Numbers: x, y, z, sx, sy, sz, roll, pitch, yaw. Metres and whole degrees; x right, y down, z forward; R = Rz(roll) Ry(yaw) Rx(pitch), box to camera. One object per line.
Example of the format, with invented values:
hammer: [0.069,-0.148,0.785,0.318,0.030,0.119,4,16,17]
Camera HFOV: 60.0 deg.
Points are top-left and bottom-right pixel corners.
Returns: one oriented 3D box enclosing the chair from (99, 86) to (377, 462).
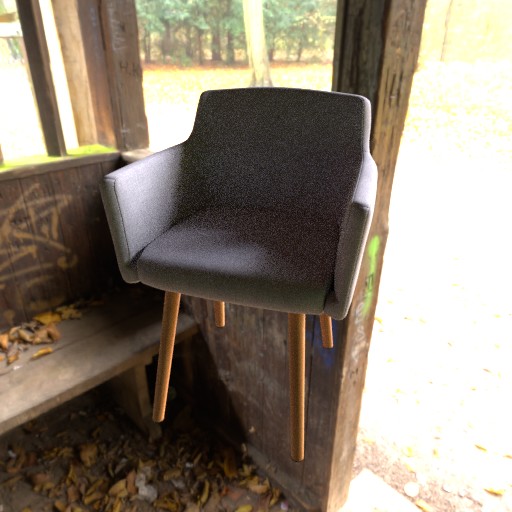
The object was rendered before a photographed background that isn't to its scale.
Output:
chair: [0.000,0.000,1.156,0.570,0.780,0.540,8,28,16]
